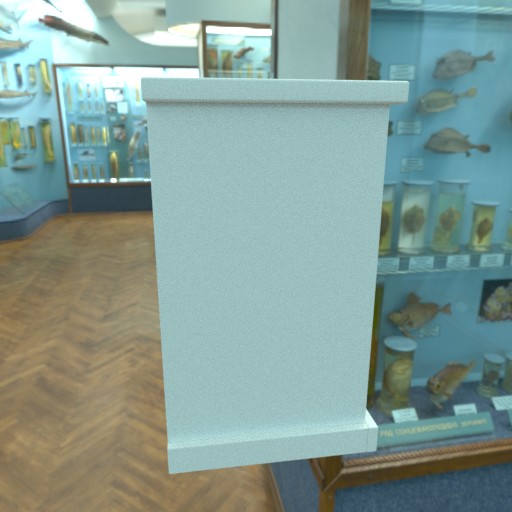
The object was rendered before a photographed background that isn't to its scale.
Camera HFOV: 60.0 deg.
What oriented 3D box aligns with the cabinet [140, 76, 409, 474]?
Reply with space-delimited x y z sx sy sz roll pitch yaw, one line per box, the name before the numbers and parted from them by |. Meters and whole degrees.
cabinet | 0.000 0.000 1.039 0.431 0.723 0.520 -2 16 -8
